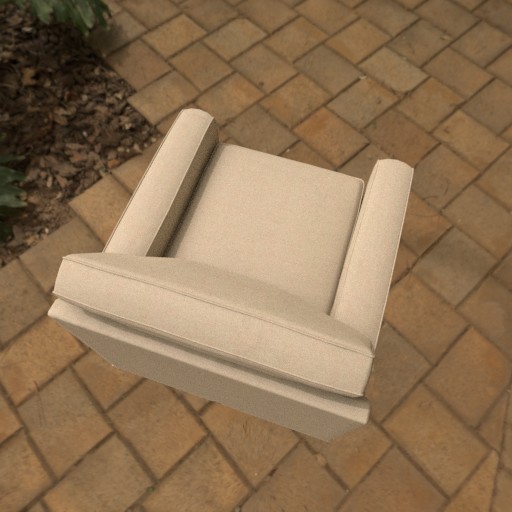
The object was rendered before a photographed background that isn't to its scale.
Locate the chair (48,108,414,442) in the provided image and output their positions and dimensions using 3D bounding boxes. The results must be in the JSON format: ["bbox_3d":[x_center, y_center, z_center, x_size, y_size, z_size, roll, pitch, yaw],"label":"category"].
[{"bbox_3d":[0.000,0.000,1.733,0.998,0.913,1.043,17,65,8],"label":"chair"}]
